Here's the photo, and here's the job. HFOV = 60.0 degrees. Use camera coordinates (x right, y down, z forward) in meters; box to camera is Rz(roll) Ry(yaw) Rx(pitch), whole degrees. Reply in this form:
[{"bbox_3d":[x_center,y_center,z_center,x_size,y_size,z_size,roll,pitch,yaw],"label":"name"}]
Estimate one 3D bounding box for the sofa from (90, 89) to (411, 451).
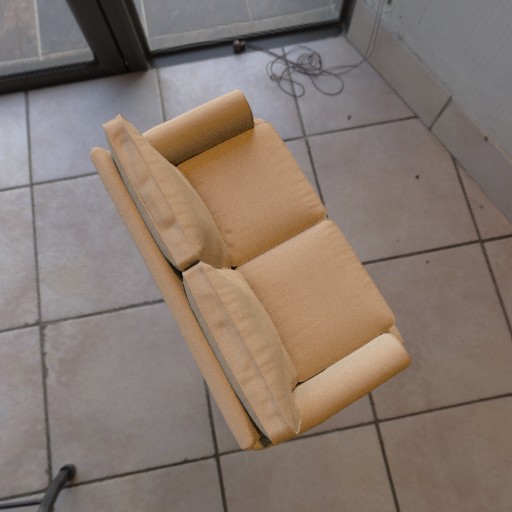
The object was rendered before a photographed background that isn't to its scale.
[{"bbox_3d":[0.000,0.000,2.259,0.964,0.937,1.665,-29,78,-7],"label":"sofa"}]
